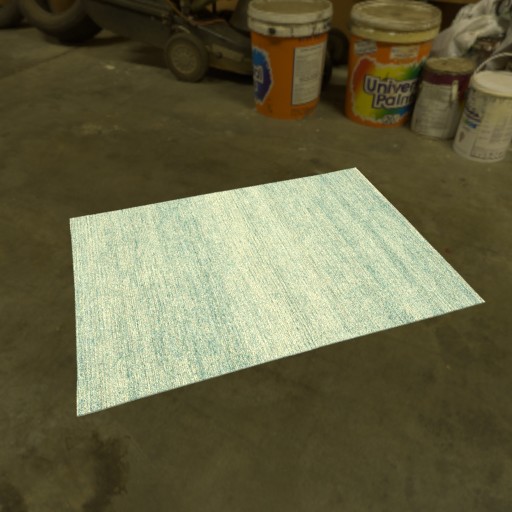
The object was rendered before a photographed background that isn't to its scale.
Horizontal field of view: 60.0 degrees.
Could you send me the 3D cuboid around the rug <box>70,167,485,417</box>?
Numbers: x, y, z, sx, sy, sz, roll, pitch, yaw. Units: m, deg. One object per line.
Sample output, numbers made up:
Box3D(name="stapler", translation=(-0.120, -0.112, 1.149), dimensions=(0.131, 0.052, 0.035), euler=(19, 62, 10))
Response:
Box3D(name="rug", translation=(0.000, 0.000, 2.891), dimensions=(2.306, 0.030, 1.613), euler=(-12, 43, -13))
